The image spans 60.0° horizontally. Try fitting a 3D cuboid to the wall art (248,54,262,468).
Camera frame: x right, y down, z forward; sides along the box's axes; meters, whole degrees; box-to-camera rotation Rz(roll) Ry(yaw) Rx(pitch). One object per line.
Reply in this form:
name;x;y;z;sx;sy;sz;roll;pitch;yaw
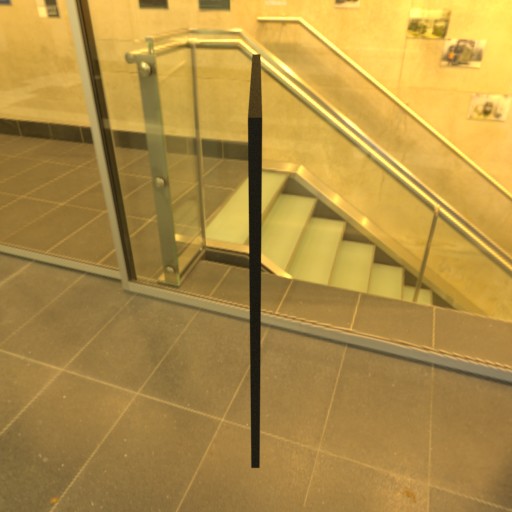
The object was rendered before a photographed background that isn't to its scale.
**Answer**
wall art;0.000;0.000;0.602;0.011;0.459;0.326;0;32;0
